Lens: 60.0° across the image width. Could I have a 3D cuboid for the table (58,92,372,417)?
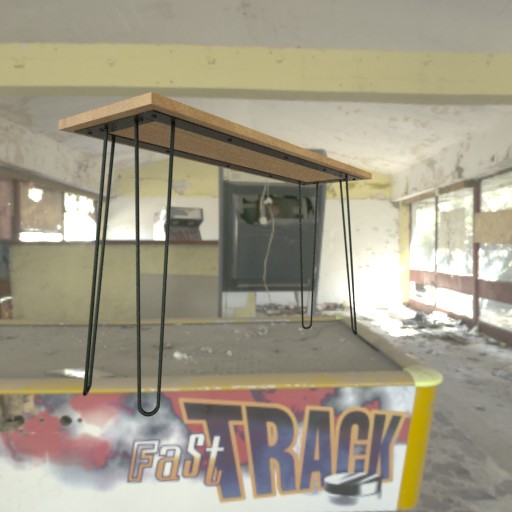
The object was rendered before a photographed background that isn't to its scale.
[{"bbox_3d":[0.000,0.000,1.736,0.399,0.799,1.400,1,1,36],"label":"table"}]
